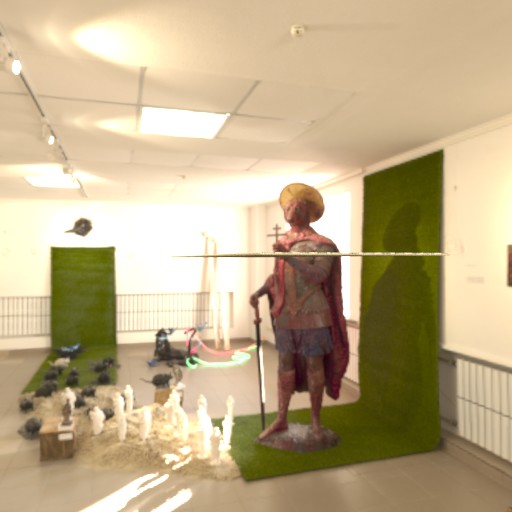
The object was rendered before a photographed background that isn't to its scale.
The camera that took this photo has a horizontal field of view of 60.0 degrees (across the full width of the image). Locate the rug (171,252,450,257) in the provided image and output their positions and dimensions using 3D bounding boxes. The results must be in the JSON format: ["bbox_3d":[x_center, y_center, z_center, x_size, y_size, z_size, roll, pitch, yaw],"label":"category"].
[{"bbox_3d":[0.000,0.000,2.686,0.750,0.009,2.435,0,0,-17],"label":"rug"}]
